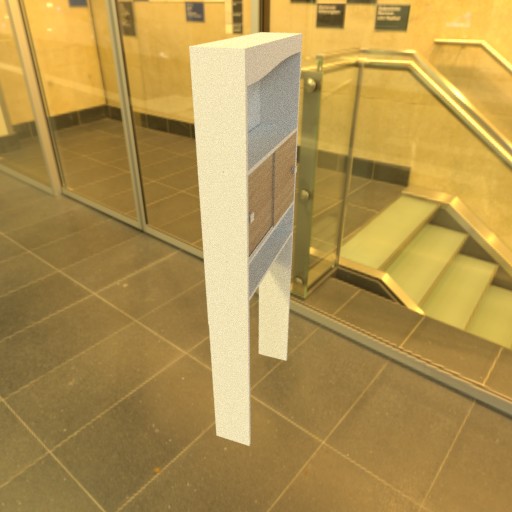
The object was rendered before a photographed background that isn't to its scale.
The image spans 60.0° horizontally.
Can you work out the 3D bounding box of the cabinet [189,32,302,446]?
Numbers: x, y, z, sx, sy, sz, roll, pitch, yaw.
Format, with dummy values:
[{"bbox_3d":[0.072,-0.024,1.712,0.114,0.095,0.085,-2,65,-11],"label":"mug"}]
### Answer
[{"bbox_3d":[0.000,0.000,2.007,0.192,1.770,0.643,10,32,17],"label":"cabinet"}]
